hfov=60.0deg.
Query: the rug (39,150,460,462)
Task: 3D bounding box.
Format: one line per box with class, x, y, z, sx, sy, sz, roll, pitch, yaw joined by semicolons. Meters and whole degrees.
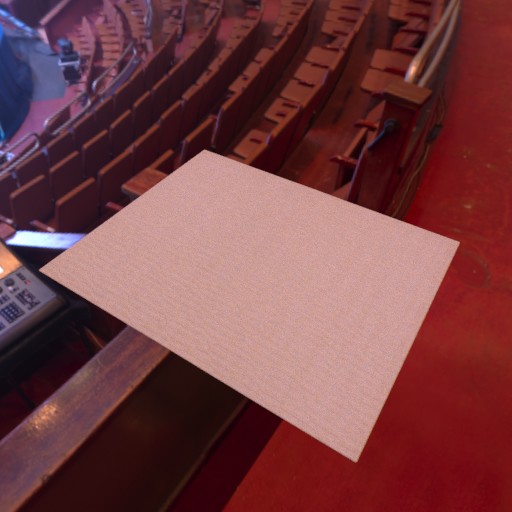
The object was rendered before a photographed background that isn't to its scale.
rug;0.000;0.000;4.077;3.055;0.021;2.410;24;50;23
